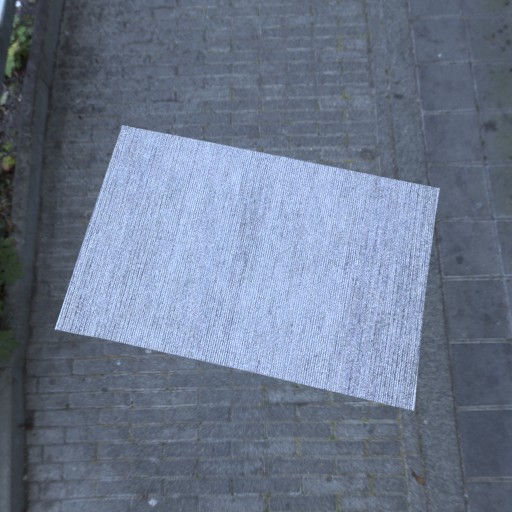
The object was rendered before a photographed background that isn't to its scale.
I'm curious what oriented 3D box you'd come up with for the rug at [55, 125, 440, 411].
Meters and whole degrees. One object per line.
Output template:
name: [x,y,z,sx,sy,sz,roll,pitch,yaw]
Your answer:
rug: [0.000,0.000,2.283,1.789,0.021,1.159,12,76,3]
